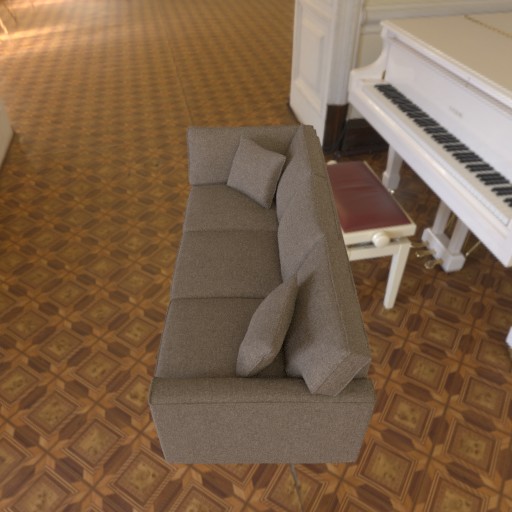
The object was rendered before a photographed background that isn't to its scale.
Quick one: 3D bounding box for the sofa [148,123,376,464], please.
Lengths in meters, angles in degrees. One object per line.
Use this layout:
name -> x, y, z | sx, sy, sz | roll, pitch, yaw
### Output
sofa -> 0.000, 0.000, 2.892 | 1.061, 0.962, 2.317 | 0, 41, 0
